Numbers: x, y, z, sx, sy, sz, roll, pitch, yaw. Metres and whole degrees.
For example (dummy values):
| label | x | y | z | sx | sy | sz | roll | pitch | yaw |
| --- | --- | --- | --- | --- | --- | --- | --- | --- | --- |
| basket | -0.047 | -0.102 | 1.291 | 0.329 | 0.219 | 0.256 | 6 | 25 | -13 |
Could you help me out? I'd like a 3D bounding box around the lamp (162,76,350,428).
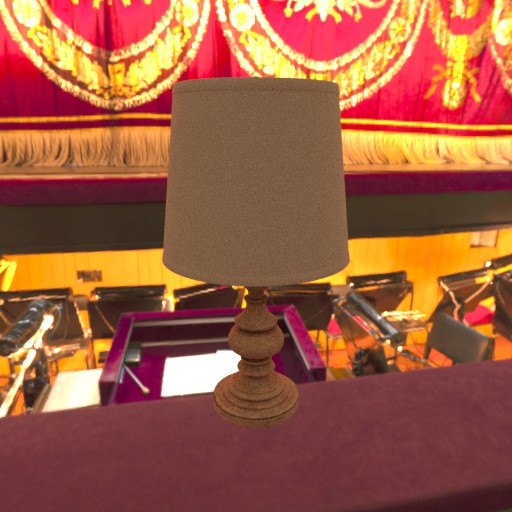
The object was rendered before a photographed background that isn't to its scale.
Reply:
| label | x | y | z | sx | sy | sz | roll | pitch | yaw |
| --- | --- | --- | --- | --- | --- | --- | --- | --- | --- |
| lamp | 0.000 | 0.000 | 0.657 | 0.273 | 0.497 | 0.273 | 0 | 16 | 0 |
